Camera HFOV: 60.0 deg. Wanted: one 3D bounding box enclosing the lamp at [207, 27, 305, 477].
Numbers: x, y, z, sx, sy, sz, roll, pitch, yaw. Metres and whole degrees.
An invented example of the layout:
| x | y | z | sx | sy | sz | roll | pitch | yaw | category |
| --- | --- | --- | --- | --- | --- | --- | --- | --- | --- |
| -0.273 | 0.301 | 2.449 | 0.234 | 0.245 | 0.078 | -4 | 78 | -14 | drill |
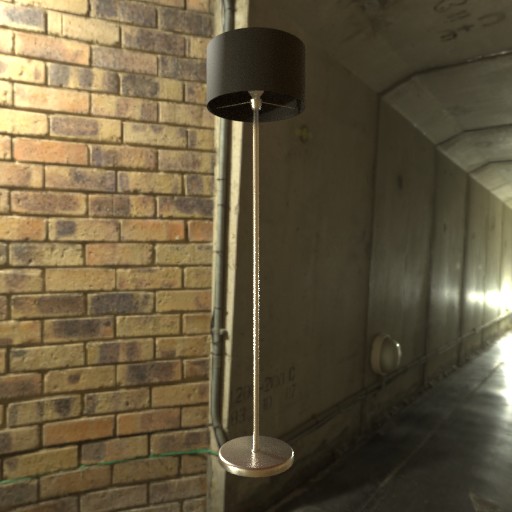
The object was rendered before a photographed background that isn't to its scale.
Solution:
| x | y | z | sx | sy | sz | roll | pitch | yaw | category |
| --- | --- | --- | --- | --- | --- | --- | --- | --- | --- |
| 0.000 | 0.000 | 1.575 | 0.348 | 1.443 | 0.348 | 0 | 1 | -1 | lamp |
